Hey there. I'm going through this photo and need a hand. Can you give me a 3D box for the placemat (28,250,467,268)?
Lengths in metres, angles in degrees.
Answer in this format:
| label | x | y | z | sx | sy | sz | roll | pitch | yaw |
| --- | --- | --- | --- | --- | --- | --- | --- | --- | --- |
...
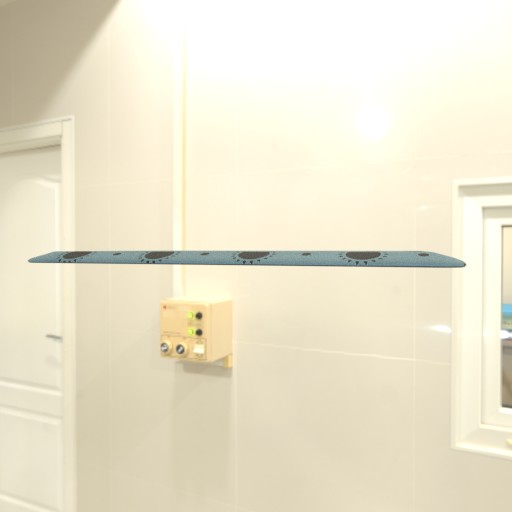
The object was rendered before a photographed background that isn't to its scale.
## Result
| label | x | y | z | sx | sy | sz | roll | pitch | yaw |
| --- | --- | --- | --- | --- | --- | --- | --- | --- | --- |
| placemat | 0.000 | 0.000 | 0.945 | 0.762 | 0.021 | 0.508 | 0 | 1 | 18 |
